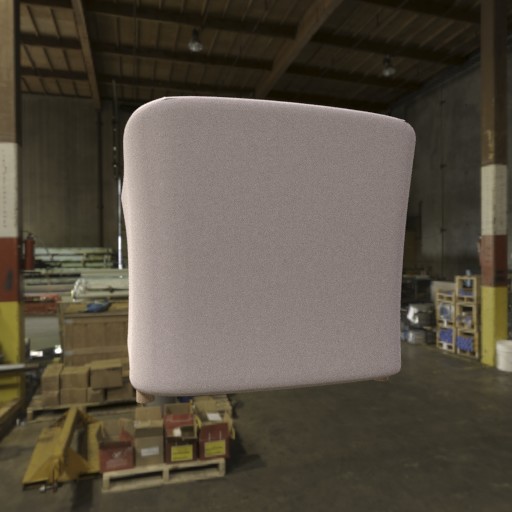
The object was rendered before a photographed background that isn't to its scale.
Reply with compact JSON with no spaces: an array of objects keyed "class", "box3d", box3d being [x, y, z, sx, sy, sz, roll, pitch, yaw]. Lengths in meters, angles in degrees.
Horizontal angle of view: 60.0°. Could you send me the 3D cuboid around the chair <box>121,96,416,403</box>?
[{"class":"chair","box3d":[0.000,0.000,1.349,0.790,0.720,0.700,0,1,-16]}]
